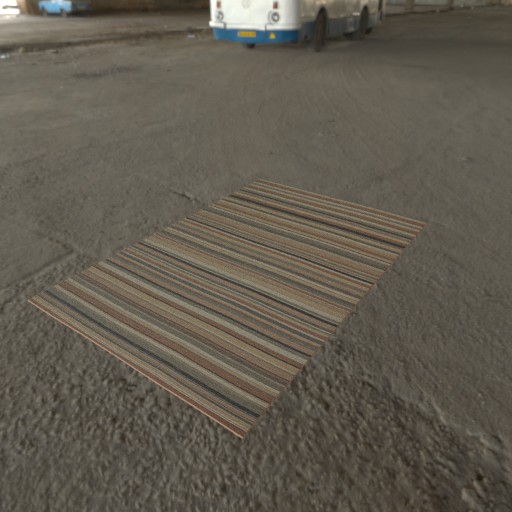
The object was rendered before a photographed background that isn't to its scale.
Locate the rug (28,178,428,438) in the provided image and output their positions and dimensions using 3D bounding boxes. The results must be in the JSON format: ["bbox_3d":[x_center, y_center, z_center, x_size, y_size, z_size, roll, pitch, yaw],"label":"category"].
[{"bbox_3d":[0.000,0.000,2.320,1.219,0.008,1.829,21,37,30],"label":"rug"}]
